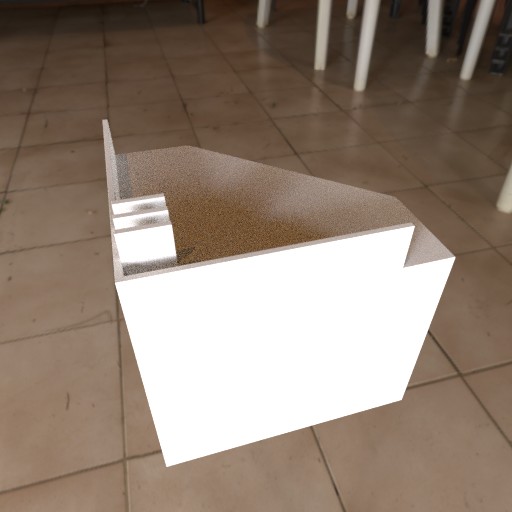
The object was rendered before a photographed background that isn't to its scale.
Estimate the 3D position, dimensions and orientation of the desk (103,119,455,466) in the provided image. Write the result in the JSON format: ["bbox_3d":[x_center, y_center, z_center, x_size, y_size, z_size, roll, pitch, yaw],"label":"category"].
[{"bbox_3d":[0.000,0.000,1.709,0.940,0.986,0.940,-11,41,-13],"label":"desk"}]
